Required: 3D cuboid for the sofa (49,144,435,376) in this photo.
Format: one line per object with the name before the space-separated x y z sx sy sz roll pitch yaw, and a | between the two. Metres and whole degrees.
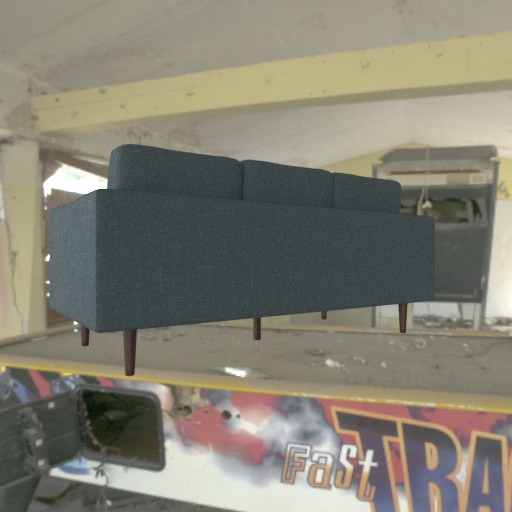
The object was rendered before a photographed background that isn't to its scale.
sofa | 0.000 0.000 2.509 2.013 0.945 0.935 0 0 -35
